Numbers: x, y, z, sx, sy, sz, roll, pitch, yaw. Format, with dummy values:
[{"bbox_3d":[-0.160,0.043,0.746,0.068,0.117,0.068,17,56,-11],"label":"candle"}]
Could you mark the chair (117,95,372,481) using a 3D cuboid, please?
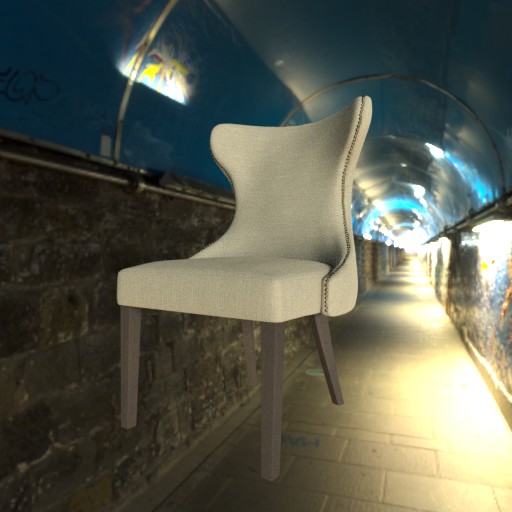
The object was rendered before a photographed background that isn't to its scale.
[{"bbox_3d":[0.000,0.000,1.354,0.628,0.967,0.635,1,1,35],"label":"chair"}]
